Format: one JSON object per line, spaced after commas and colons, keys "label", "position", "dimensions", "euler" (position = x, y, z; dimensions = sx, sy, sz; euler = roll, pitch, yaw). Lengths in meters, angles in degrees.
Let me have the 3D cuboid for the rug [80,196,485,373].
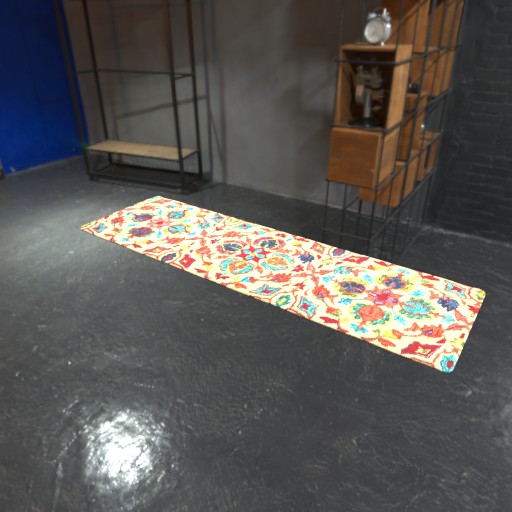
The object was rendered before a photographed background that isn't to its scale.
{"label": "rug", "position": [0.000, 0.000, 2.491], "dimensions": [2.273, 0.016, 0.693], "euler": [18, 34, 30]}
